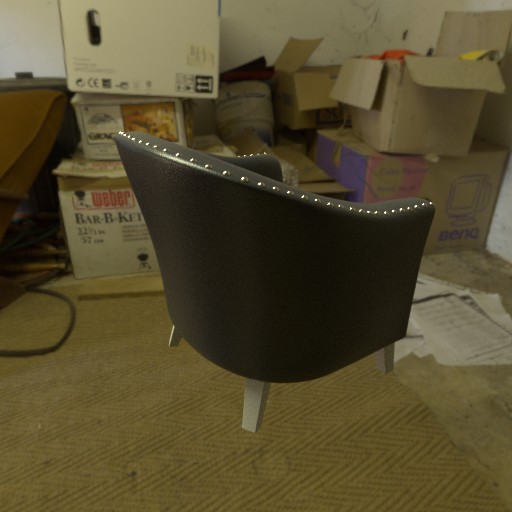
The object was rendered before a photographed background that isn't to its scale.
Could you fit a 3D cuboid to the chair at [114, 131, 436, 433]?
[{"bbox_3d":[0.000,0.000,1.432,0.748,0.823,0.794,-17,31,-32],"label":"chair"}]
